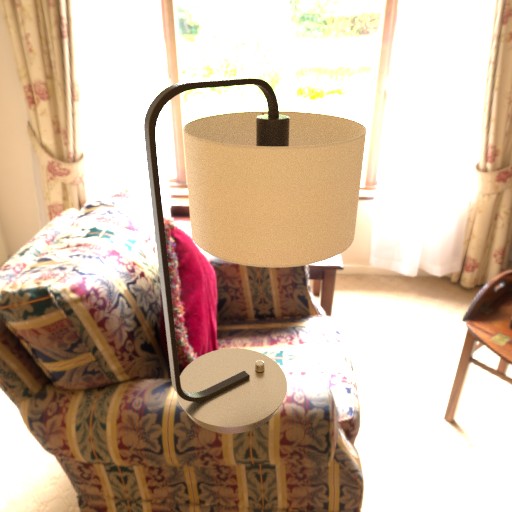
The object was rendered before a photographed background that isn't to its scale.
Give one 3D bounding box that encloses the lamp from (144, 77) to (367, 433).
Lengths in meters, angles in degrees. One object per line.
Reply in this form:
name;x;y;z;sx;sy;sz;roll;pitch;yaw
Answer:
lamp;0.000;0.000;0.630;0.288;0.473;0.230;-18;32;-32
